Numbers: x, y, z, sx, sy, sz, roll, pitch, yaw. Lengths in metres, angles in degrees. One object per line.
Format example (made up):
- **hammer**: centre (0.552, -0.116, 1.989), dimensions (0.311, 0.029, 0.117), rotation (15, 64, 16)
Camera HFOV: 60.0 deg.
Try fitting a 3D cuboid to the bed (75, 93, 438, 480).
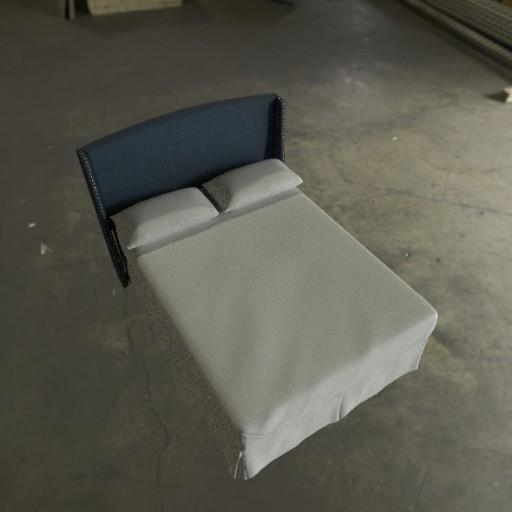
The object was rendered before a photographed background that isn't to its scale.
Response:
- **bed**: centre (0.000, 0.000, 3.285), dimensions (1.710, 1.407, 2.237), rotation (-24, 50, -22)
